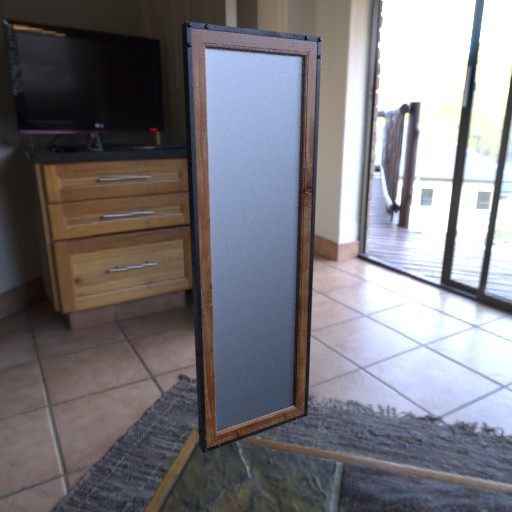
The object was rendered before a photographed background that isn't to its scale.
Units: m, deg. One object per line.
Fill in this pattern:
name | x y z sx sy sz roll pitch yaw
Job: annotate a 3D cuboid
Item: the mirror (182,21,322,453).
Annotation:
mirror | 0.000 0.000 1.167 0.354 1.080 0.042 -9 18 -27
